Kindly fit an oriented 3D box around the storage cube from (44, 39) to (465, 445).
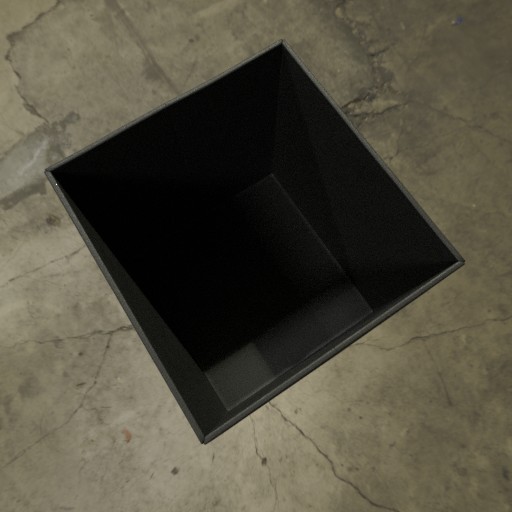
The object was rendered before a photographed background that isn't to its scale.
[{"bbox_3d":[0.000,0.000,0.506,0.270,0.280,0.270,-32,77,-9],"label":"storage cube"}]
